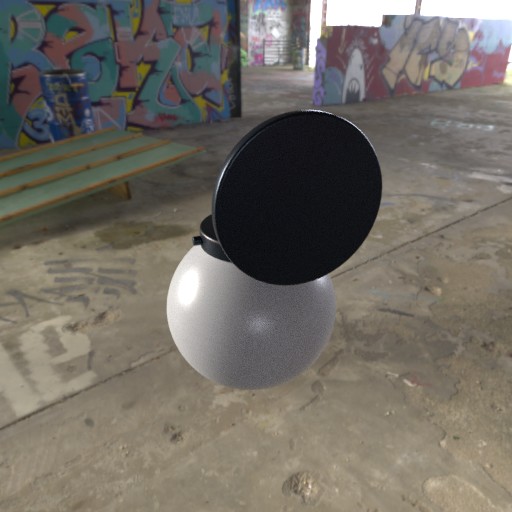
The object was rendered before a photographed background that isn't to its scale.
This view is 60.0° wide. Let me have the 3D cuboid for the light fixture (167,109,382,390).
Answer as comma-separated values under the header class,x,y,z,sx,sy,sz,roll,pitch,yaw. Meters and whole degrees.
class,x,y,z,sx,sy,sz,roll,pitch,yaw
light fixture,0.000,0.000,0.478,0.197,0.332,0.230,-8,28,-16
